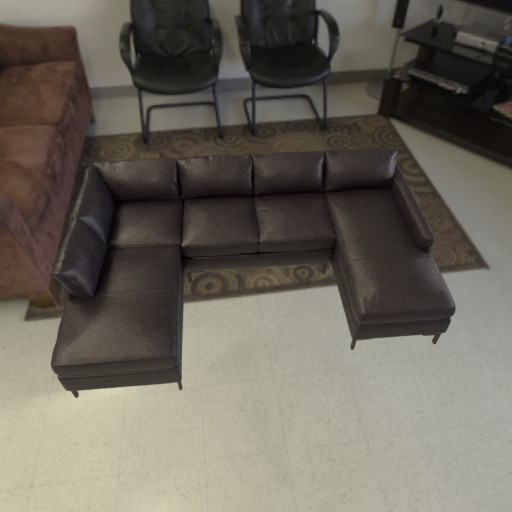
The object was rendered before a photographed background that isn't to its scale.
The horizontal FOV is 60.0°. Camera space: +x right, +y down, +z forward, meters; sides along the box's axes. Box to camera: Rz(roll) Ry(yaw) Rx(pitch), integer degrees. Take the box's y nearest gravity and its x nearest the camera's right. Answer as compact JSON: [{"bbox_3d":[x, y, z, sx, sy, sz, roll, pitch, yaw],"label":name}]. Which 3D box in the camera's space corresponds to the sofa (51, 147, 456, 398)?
[{"bbox_3d":[0.000,0.000,3.746,2.956,0.900,1.939,-4,47,-3],"label":"sofa"}]
